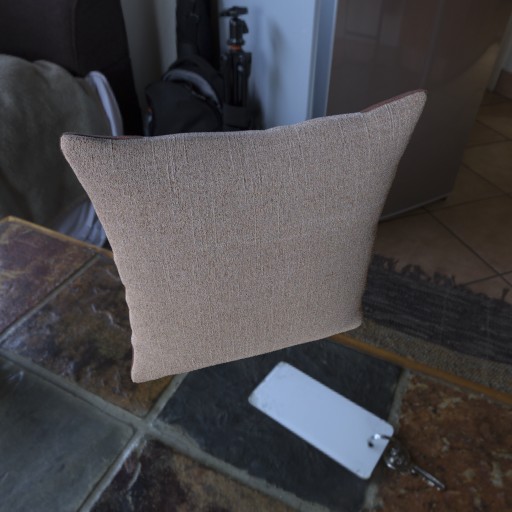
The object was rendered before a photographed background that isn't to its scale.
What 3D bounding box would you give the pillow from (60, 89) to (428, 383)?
[{"bbox_3d":[0.000,0.000,0.648,0.437,0.448,0.147,-12,43,-13],"label":"pillow"}]
